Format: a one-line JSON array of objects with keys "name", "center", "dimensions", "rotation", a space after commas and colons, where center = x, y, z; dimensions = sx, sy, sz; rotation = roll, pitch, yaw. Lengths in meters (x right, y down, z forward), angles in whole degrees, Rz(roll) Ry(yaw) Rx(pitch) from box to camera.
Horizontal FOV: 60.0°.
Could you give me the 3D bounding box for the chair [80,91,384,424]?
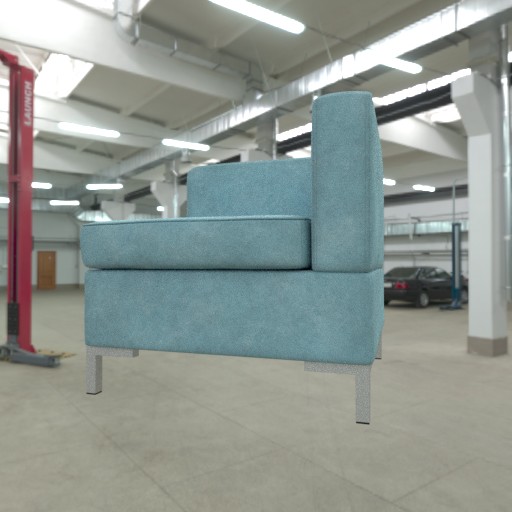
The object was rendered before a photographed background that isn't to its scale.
[{"name": "chair", "center": [0.000, 0.000, 1.246], "dimensions": [0.691, 0.660, 0.684], "rotation": [0, -1, 18]}]
